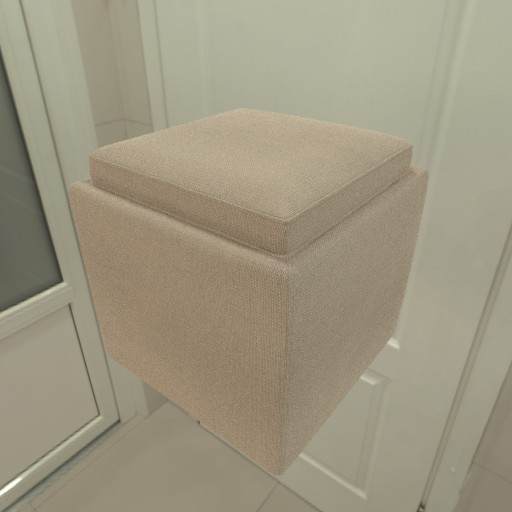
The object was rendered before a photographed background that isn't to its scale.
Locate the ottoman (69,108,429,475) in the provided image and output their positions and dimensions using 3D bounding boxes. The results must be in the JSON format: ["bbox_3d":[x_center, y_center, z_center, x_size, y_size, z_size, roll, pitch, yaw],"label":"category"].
[{"bbox_3d":[0.000,0.000,0.823,0.451,0.460,0.450,22,37,32],"label":"ottoman"}]
